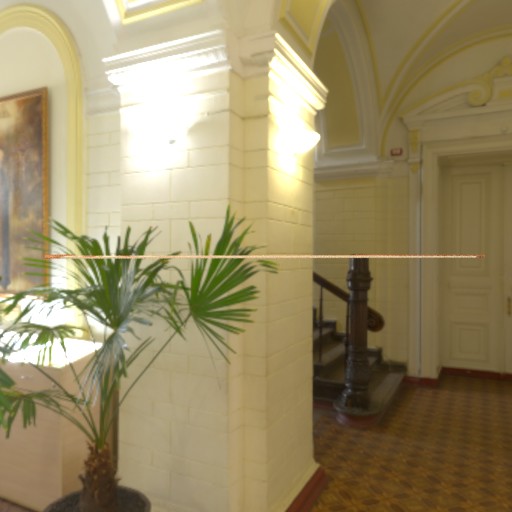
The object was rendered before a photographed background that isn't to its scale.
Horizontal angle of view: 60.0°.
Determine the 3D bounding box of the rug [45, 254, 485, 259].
[{"bbox_3d":[0.000,0.000,2.534,2.092,0.017,1.232,0,0,-18],"label":"rug"}]
